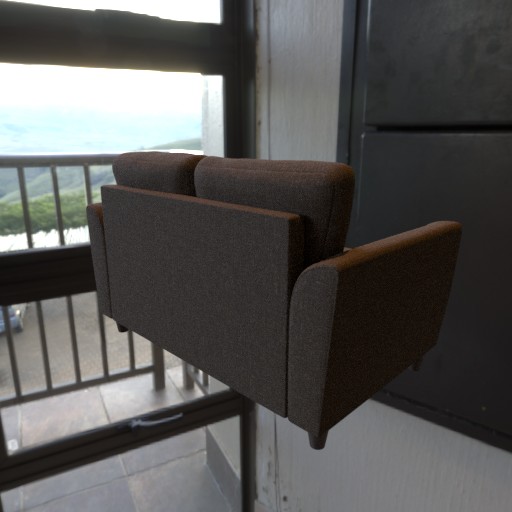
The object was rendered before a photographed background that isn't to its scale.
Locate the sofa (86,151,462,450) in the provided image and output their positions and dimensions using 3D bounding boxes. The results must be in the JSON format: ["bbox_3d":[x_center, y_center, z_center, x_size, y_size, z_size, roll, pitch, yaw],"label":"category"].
[{"bbox_3d":[0.000,0.000,1.937,1.423,0.885,0.851,15,21,42],"label":"sofa"}]
